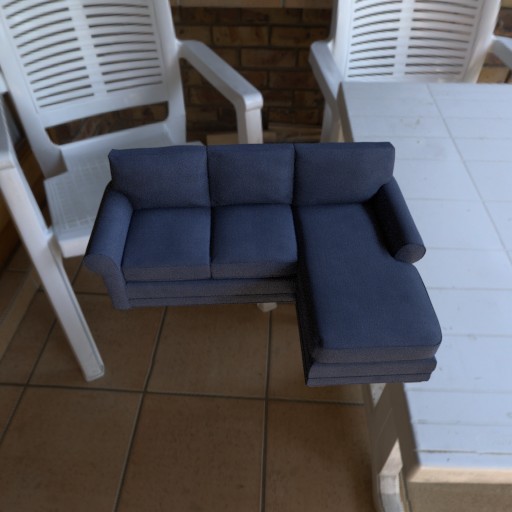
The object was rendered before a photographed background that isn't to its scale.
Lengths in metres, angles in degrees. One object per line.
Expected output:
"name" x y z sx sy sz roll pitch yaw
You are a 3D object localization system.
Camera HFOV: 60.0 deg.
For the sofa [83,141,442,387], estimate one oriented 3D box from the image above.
"sofa" 0.000 0.000 3.442 2.567 1.063 1.780 -2 46 -2
